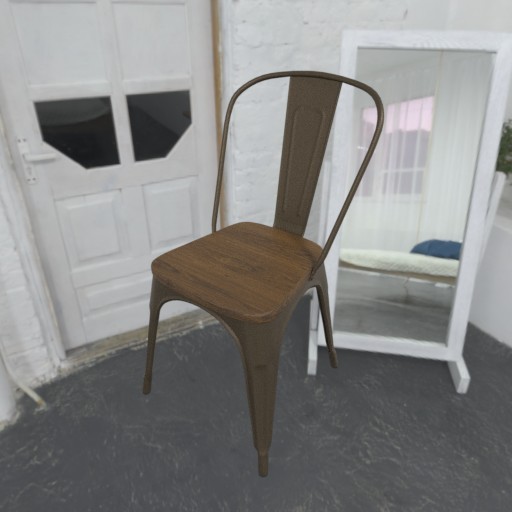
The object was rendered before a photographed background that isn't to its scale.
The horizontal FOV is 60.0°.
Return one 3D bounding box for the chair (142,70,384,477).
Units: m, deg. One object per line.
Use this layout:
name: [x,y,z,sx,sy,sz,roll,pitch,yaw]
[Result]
chair: [0.000,0.000,1.160,0.451,0.844,0.532,21,36,31]
